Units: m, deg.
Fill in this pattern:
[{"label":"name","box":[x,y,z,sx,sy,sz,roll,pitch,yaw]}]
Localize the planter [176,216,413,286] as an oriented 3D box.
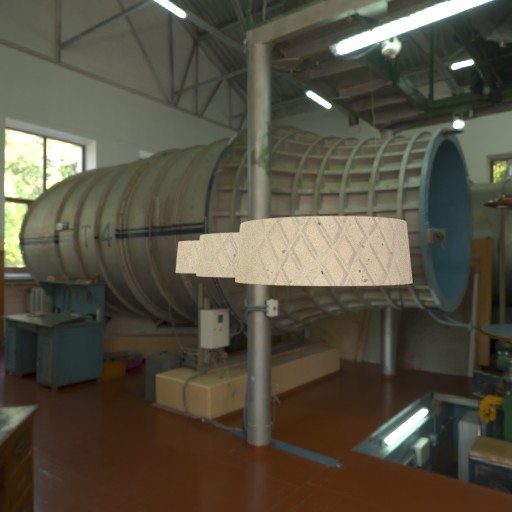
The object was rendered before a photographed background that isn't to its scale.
[{"label":"planter","box":[0.000,0.000,0.424,0.114,0.038,0.390,0,-1,-18]}]
